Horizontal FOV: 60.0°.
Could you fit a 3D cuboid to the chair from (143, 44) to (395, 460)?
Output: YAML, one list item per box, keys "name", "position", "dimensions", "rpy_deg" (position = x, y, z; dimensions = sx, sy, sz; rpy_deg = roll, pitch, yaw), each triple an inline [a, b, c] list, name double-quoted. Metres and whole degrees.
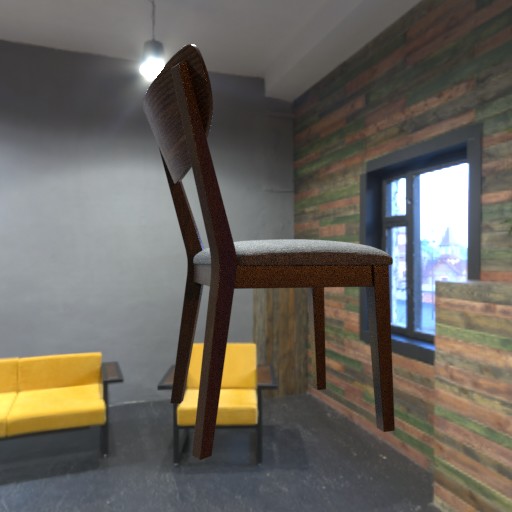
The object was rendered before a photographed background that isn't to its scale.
- name: "chair"
  position: [0.000, 0.000, 1.174]
  dimensions: [0.583, 0.849, 0.491]
  rpy_deg: [0, -1, -18]
